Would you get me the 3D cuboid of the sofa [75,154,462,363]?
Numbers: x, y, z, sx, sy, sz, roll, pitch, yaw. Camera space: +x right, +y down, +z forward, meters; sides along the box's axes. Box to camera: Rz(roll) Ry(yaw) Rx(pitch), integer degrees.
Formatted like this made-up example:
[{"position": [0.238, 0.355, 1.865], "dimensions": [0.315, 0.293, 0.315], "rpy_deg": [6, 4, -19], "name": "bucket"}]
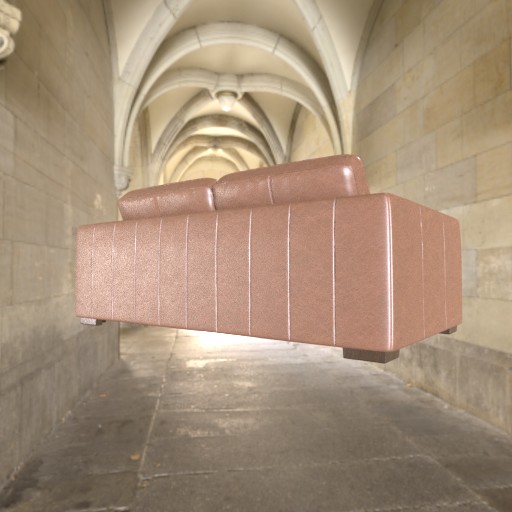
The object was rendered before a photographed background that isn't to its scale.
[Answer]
[{"position": [0.000, 0.000, 2.467], "dimensions": [1.920, 0.800, 1.070], "rpy_deg": [-1, -2, 37], "name": "sofa"}]
